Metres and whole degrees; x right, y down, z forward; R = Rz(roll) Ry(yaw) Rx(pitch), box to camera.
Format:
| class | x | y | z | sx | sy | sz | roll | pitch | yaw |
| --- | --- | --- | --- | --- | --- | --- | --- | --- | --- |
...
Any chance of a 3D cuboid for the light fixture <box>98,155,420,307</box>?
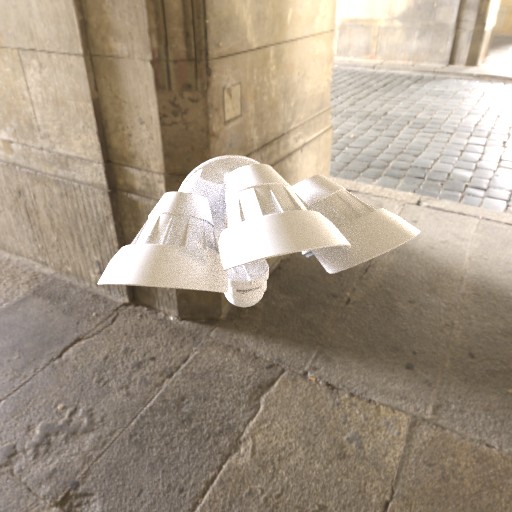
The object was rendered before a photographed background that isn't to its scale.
| class | x | y | z | sx | sy | sz | roll | pitch | yaw |
| --- | --- | --- | --- | --- | --- | --- | --- | --- | --- |
| light fixture | 0.000 | 0.000 | 0.556 | 0.369 | 0.237 | 0.278 | -9 | 33 | -14 |
